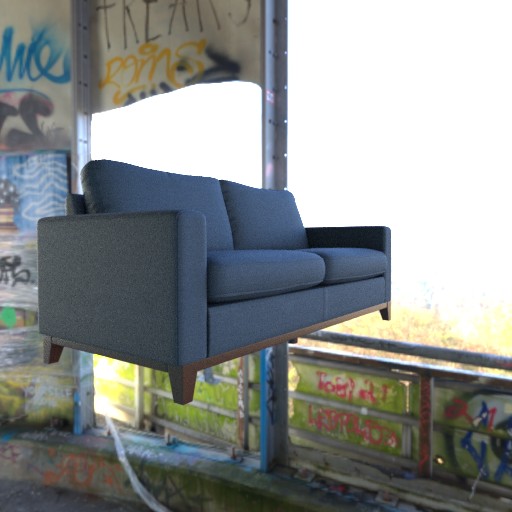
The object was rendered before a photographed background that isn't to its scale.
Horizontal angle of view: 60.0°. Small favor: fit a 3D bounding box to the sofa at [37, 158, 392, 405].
[{"bbox_3d":[0.000,0.000,2.347,0.877,0.865,1.900,1,2,36],"label":"sofa"}]
